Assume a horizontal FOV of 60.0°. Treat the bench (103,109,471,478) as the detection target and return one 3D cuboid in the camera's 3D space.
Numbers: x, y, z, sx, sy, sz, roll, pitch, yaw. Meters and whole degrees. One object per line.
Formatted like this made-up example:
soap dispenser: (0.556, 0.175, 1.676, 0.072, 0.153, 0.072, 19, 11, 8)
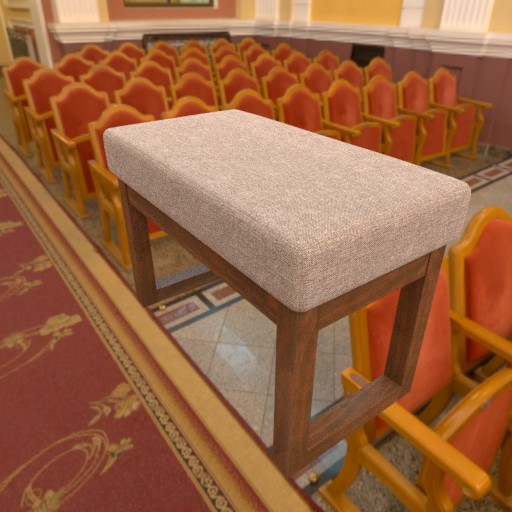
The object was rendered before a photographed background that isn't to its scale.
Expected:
bench: (0.000, 0.000, 0.950, 0.366, 0.467, 0.681, -20, 36, -31)
